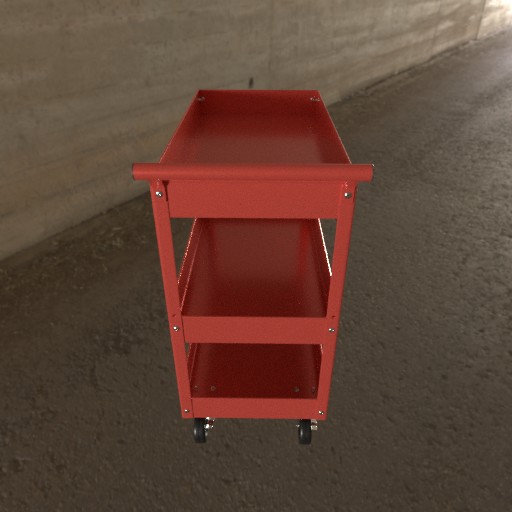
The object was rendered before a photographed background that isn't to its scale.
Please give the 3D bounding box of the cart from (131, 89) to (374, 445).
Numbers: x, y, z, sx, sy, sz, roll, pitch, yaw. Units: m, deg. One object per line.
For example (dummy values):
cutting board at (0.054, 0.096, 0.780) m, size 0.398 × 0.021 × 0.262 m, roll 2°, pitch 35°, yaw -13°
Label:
cart at (0.000, 0.000, 1.175) m, size 0.366 × 0.780 × 0.719 m, roll 0°, pitch 33°, yaw 1°
